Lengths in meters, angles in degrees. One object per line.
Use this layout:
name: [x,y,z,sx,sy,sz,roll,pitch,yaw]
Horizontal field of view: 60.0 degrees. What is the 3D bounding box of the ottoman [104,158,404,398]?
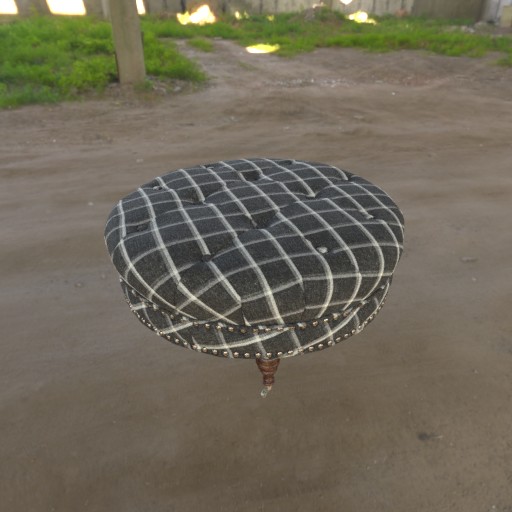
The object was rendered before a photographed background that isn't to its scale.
ottoman: [0.000,0.000,1.436,0.901,0.439,0.901,0,31,0]
